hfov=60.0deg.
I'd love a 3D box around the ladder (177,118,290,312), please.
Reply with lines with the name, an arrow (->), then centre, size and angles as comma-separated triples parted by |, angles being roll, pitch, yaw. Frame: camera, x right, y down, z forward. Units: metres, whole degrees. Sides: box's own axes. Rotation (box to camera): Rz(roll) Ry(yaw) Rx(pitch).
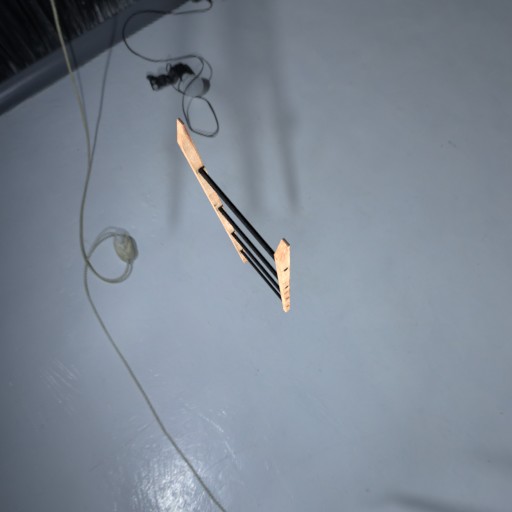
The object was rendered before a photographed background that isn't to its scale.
ladder -> 0.000, 0.000, 1.965 | 0.200, 1.805, 0.442 | -38, 78, -9
